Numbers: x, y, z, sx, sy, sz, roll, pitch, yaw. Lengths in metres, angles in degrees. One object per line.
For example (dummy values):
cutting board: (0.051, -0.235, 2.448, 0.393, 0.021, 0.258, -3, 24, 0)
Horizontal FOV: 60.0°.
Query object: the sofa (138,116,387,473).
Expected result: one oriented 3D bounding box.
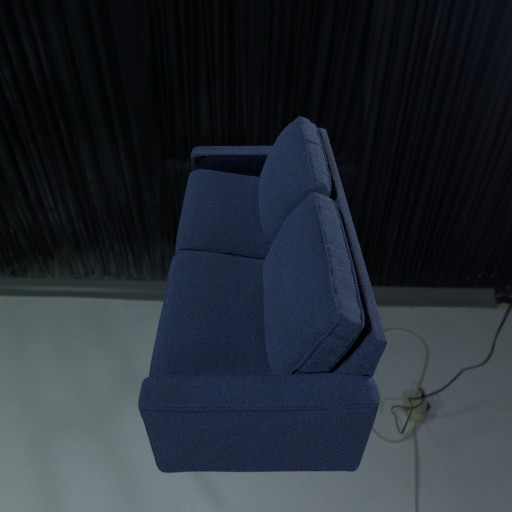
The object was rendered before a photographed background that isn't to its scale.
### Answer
sofa: (0.000, 0.000, 2.491, 0.940, 0.919, 2.080, 0, 41, 0)
